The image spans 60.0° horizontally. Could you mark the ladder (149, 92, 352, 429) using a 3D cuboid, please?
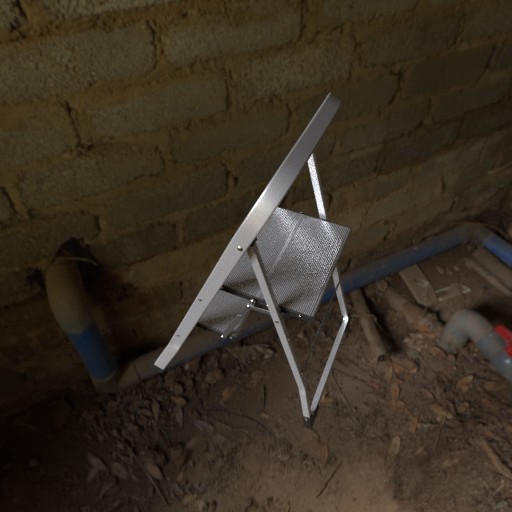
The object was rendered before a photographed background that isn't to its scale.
[{"bbox_3d":[0.000,0.000,1.157,0.530,0.830,0.465,18,51,16],"label":"ladder"}]
